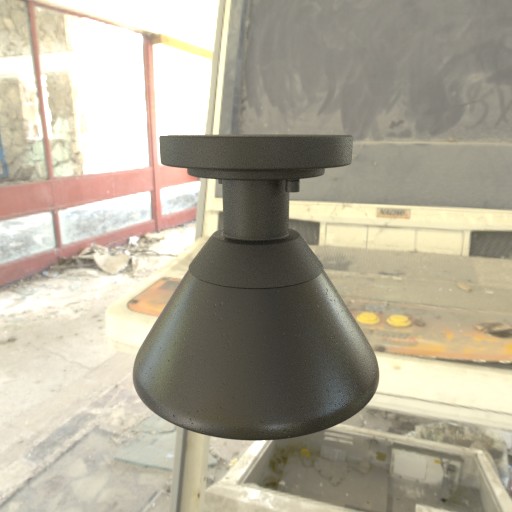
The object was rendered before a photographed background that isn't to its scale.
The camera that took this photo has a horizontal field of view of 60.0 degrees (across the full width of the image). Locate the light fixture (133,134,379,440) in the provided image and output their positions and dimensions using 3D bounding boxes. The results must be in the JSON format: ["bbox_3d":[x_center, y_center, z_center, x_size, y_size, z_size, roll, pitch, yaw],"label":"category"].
[{"bbox_3d":[0.000,0.000,0.348,0.200,0.183,0.200,0,16,0],"label":"light fixture"}]
